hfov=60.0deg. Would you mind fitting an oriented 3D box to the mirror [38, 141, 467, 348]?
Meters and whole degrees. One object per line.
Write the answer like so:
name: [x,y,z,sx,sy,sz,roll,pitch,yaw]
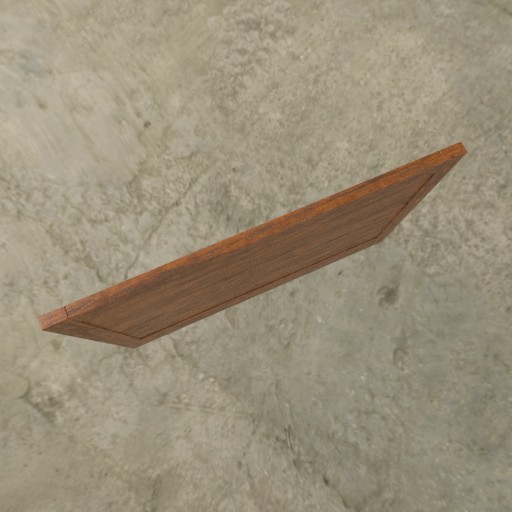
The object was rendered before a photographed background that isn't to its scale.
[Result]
mirror: [0.000,0.000,0.992,0.758,0.537,0.084,-23,76,-6]
